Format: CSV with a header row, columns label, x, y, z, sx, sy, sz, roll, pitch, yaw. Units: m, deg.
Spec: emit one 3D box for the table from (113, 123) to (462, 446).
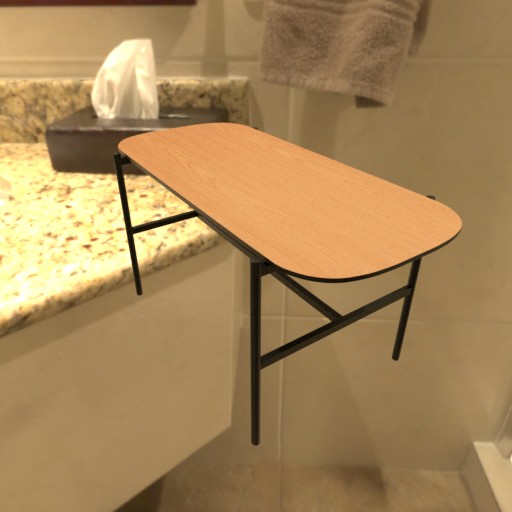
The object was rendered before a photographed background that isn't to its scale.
label,x,y,z,sx,sy,sz,roll,pitch,yaw
table,0.000,0.000,1.007,0.400,0.400,0.800,-19,36,-29
